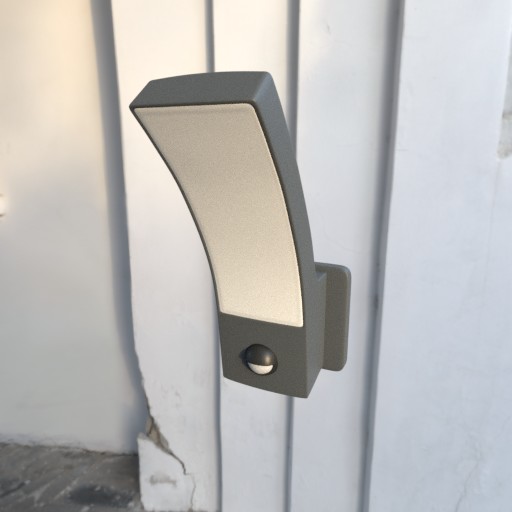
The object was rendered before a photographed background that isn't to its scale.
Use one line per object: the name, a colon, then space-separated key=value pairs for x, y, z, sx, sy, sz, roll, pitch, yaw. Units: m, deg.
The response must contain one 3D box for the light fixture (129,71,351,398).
light fixture: x=0.000 y=0.000 z=0.337 sx=0.108 sy=0.243 sz=0.174 roll=7 pitch=16 yaw=25
